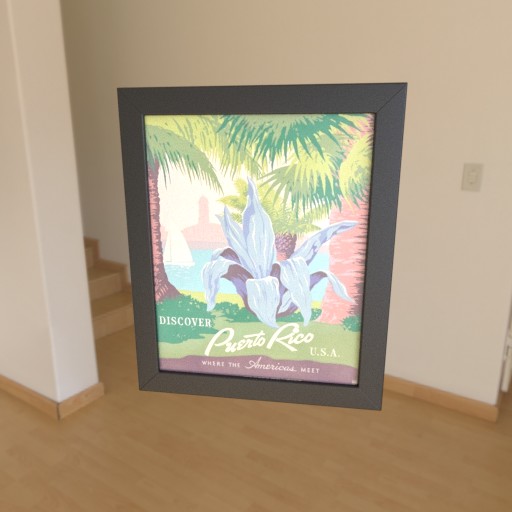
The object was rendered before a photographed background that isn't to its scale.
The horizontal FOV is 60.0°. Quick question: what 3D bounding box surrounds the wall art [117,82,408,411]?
[{"bbox_3d":[0.000,0.000,0.806,0.481,0.582,0.018,2,15,8],"label":"wall art"}]
